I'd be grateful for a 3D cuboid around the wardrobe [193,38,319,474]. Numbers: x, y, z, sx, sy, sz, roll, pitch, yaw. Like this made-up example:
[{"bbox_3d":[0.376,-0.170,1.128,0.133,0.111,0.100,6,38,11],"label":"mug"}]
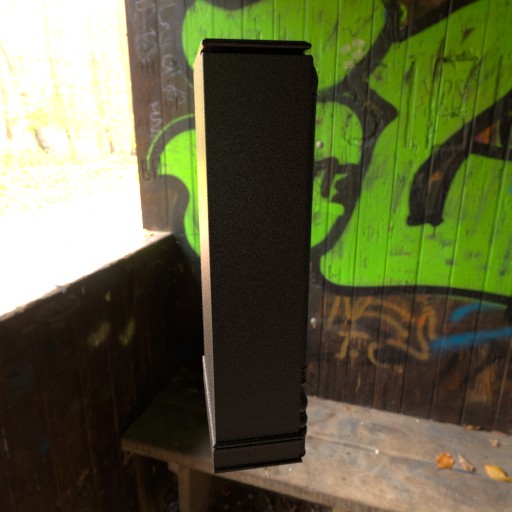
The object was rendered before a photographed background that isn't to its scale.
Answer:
[{"bbox_3d":[0.000,0.000,1.208,0.295,1.011,0.444,-3,18,-9],"label":"wardrobe"}]
